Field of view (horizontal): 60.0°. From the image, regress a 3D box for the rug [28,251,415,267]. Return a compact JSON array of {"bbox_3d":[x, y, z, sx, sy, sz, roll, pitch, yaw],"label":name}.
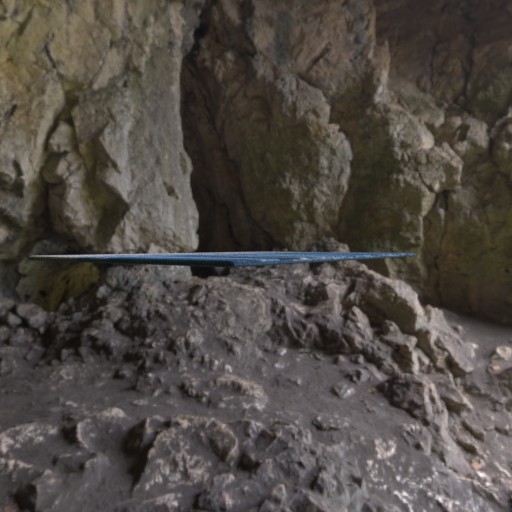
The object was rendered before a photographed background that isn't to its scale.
[{"bbox_3d":[0.000,0.000,3.105,1.540,0.027,2.450,1,2,35],"label":"rug"}]
